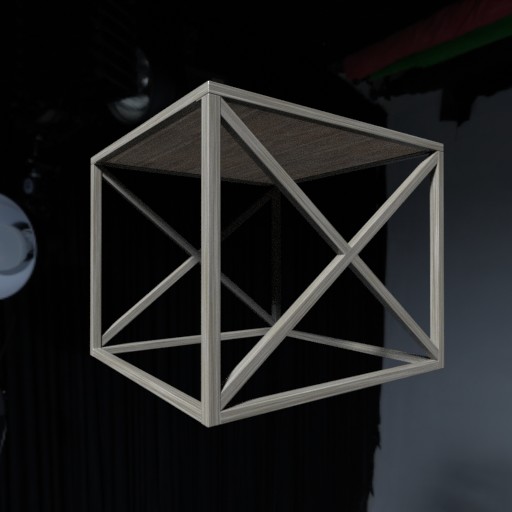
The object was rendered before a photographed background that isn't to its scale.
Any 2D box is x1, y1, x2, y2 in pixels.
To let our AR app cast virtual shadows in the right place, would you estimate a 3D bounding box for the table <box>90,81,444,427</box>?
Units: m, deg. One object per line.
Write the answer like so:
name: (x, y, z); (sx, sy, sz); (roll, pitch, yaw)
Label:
table: (0.000, 0.000, 1.072); (0.611, 0.507, 0.609); (0, -1, -36)
